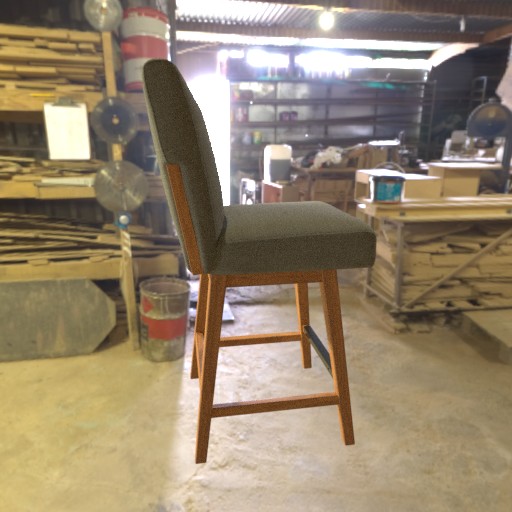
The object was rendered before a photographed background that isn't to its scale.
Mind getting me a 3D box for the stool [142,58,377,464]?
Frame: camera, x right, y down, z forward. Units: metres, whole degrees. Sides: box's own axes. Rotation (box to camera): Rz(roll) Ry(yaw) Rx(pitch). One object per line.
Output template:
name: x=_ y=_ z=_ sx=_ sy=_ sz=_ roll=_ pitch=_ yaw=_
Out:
stool: x=0.000 y=0.000 z=1.303 sx=0.570 sy=1.019 sz=0.459 roll=-3 pitch=16 yaw=-9
